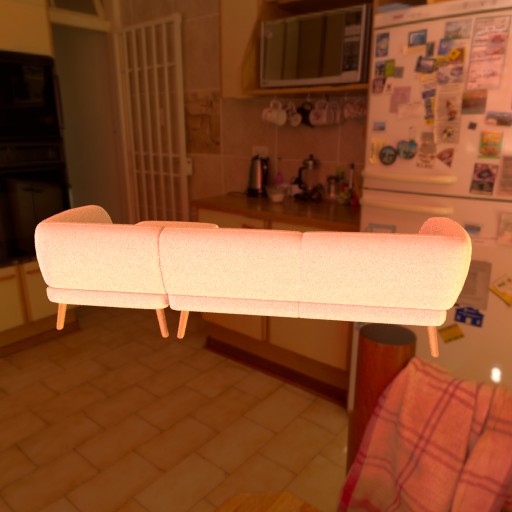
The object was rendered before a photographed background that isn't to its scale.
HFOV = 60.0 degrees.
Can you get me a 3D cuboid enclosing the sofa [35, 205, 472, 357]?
[{"bbox_3d":[0.000,0.000,3.293,2.660,0.730,1.610,2,17,8],"label":"sofa"}]
